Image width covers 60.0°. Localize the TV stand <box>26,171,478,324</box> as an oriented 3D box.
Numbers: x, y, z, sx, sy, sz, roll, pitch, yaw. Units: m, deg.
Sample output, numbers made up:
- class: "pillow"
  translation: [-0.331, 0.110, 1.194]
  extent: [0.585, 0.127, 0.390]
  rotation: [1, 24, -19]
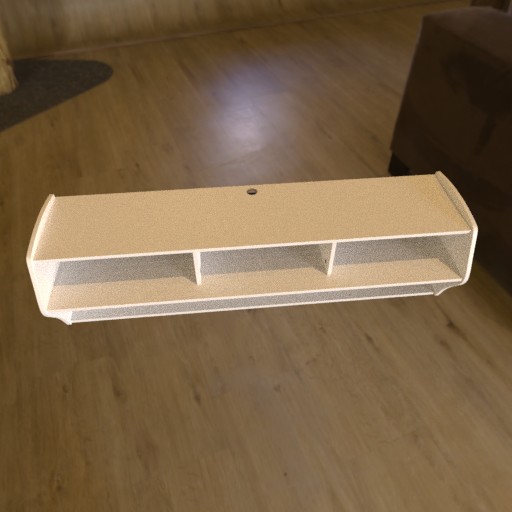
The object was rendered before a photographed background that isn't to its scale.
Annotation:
- class: "TV stand"
  translation: [0.000, 0.000, 1.665]
  extent: [1.473, 0.424, 0.397]
  rotation: [-4, 45, -4]
